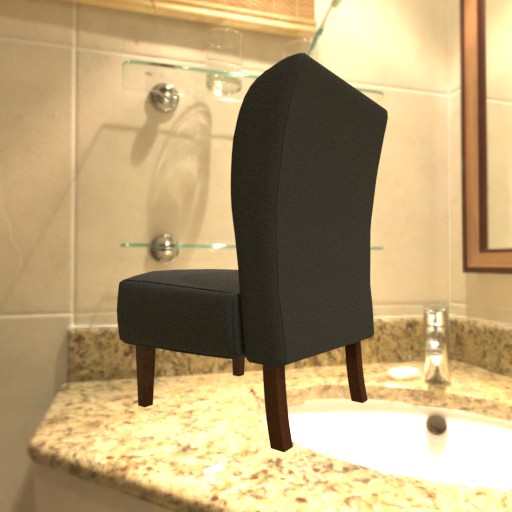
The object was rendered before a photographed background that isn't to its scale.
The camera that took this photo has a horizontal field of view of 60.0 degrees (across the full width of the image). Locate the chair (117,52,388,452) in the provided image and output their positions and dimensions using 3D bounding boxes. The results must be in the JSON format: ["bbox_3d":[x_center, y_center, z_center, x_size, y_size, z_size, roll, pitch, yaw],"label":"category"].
[{"bbox_3d":[0.000,0.000,1.217,0.592,0.804,0.513,-1,-1,37],"label":"chair"}]
